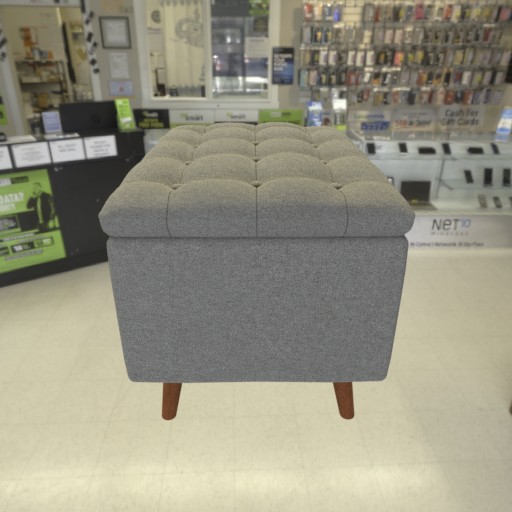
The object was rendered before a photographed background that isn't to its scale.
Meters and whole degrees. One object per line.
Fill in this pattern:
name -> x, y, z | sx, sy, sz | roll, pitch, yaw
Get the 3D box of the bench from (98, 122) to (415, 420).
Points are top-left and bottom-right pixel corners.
bench -> 0.000, 0.000, 0.909 | 0.417, 0.469, 0.572 | 0, 26, 0
